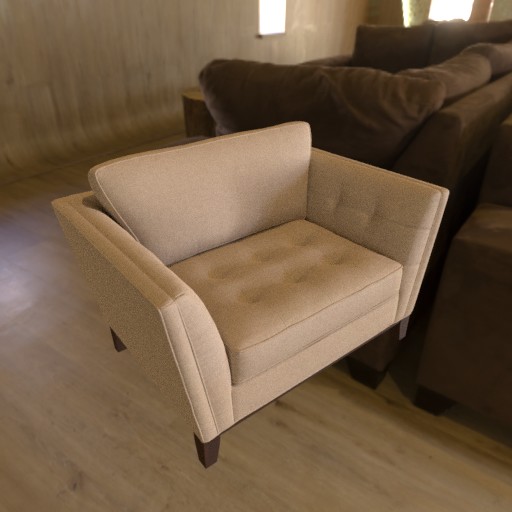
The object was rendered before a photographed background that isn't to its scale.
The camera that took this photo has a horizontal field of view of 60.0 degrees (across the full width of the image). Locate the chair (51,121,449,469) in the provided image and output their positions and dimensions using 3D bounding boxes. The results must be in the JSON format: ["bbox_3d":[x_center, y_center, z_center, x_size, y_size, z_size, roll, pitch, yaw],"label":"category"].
[{"bbox_3d":[0.000,0.000,2.007,1.397,0.940,0.965,-21,36,-32],"label":"chair"}]
